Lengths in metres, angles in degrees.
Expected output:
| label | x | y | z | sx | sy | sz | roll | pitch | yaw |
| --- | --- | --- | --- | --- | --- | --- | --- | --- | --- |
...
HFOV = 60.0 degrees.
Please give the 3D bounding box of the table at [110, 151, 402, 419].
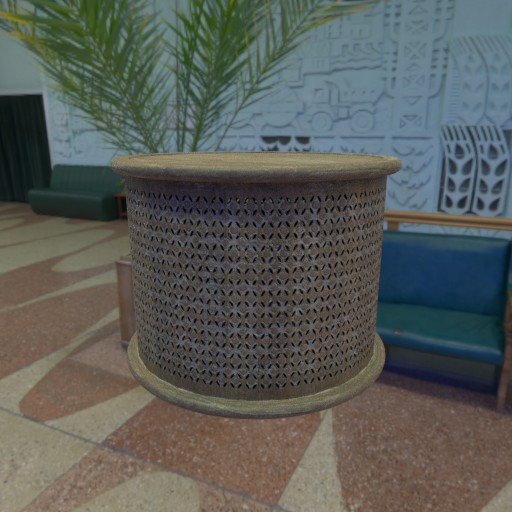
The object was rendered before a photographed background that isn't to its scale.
| label | x | y | z | sx | sy | sz | roll | pitch | yaw |
| --- | --- | --- | --- | --- | --- | --- | --- | --- | --- |
| table | 0.000 | 0.000 | 1.024 | 0.607 | 0.450 | 0.607 | 0 | 15 | 0 |
